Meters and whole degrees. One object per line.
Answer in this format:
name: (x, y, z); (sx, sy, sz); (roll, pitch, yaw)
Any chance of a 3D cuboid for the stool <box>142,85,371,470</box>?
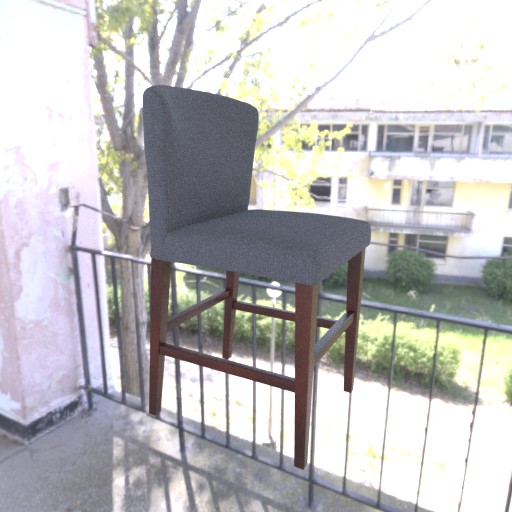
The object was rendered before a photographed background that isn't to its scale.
stool: (0.000, 0.000, 1.313); (0.568, 0.968, 0.479); (8, 16, 28)
